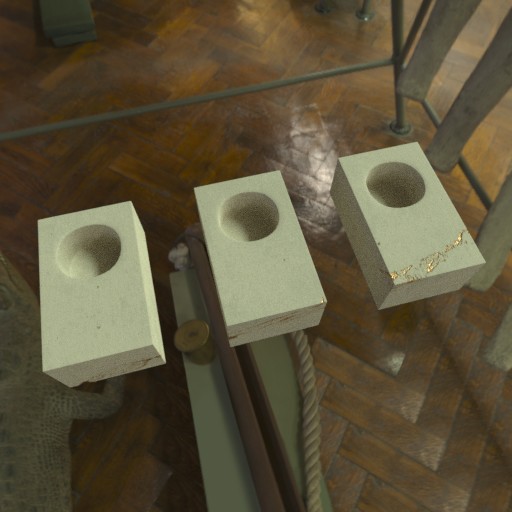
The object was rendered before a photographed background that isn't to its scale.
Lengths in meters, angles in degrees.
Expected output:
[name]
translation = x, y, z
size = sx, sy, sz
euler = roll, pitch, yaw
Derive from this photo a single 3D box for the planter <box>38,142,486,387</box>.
[planter]
translation = 0.000, 0.000, 0.373
size = 0.333, 0.051, 0.127
euler = -13, 63, -7
